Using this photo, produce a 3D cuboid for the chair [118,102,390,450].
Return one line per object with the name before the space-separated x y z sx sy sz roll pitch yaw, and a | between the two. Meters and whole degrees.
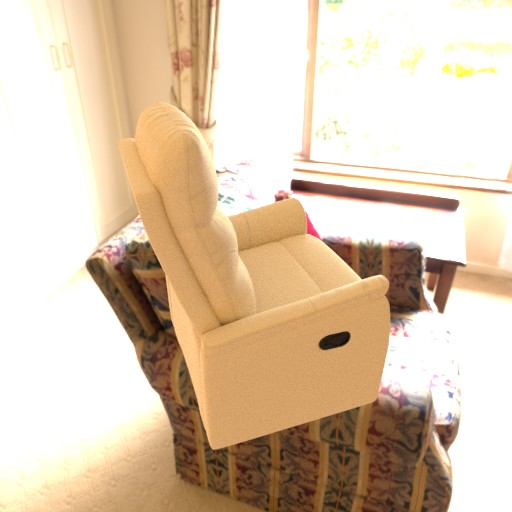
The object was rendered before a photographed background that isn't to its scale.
chair | 0.000 0.000 1.647 0.831 1.082 0.775 -10 32 -17
